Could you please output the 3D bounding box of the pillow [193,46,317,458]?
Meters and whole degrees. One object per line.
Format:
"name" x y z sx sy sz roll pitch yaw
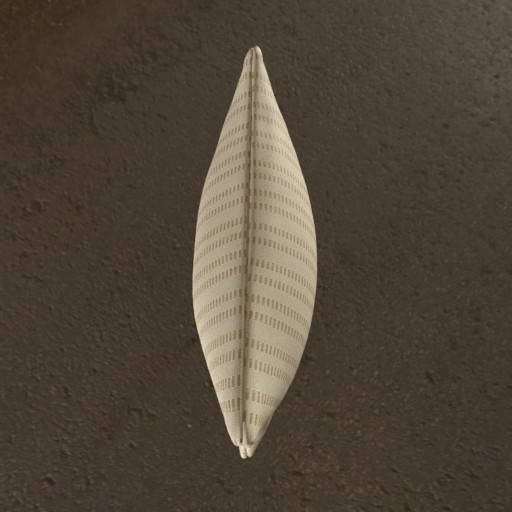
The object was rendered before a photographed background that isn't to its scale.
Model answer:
"pillow" 0.000 0.000 0.777 0.210 0.353 0.640 1 64 0
